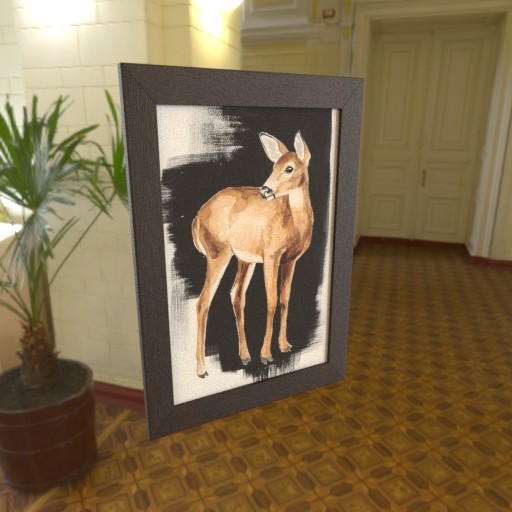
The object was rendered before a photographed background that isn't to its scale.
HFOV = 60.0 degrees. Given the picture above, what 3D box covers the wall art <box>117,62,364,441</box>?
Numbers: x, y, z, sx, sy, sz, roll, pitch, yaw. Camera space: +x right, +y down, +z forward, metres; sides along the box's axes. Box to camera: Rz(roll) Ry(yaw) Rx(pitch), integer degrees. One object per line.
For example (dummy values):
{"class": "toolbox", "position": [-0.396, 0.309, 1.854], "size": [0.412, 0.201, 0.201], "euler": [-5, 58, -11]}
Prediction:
{"class": "wall art", "position": [0.000, 0.000, 0.665], "size": [0.359, 0.513, 0.017], "euler": [-8, 18, -26]}
